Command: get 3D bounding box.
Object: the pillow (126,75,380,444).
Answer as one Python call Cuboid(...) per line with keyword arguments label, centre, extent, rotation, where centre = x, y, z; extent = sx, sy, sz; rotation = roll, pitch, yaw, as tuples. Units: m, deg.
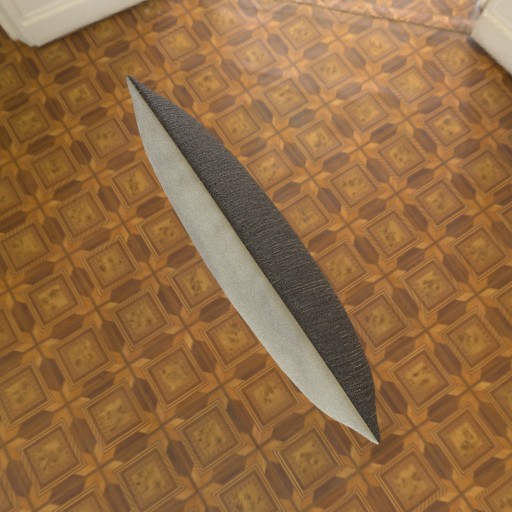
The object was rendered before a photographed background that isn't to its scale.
Cuboid(label="pillow", centre=(0.000, 0.000, 0.735), extent=(0.156, 0.305, 0.608), rotation=(-33, 77, -8))
